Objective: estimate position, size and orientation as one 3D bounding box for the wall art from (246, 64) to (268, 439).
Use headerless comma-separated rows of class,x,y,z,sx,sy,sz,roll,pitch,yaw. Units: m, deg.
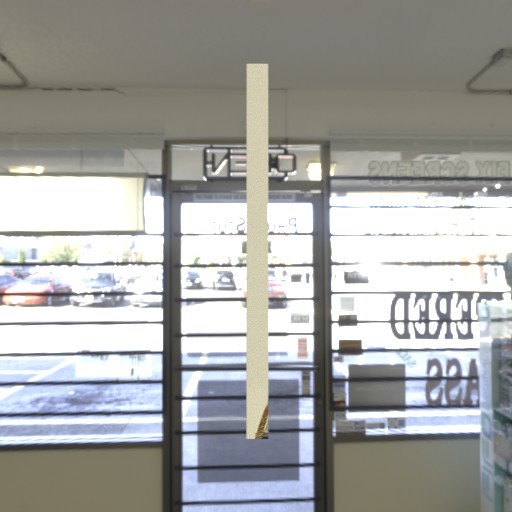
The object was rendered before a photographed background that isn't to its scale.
wall art,0.000,0.000,1.157,0.038,0.601,0.898,0,-1,0
